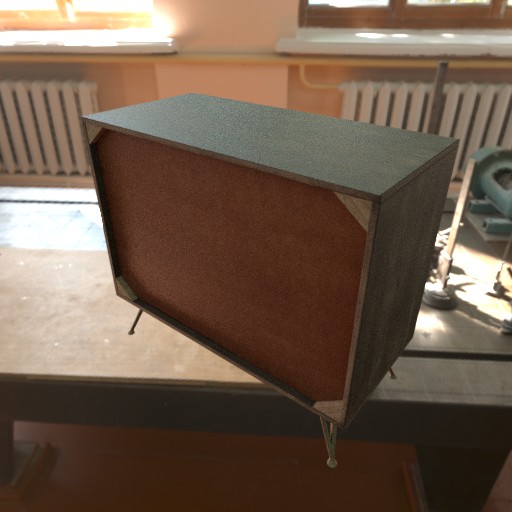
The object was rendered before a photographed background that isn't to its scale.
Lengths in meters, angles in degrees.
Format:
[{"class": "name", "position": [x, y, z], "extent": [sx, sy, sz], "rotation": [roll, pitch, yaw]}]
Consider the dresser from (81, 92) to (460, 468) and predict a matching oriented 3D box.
[{"class": "dresser", "position": [0.000, 0.000, 1.383], "extent": [0.923, 0.801, 0.453], "rotation": [22, 37, 32]}]
